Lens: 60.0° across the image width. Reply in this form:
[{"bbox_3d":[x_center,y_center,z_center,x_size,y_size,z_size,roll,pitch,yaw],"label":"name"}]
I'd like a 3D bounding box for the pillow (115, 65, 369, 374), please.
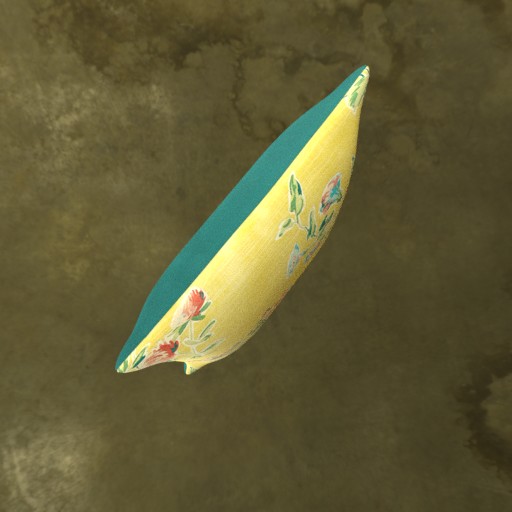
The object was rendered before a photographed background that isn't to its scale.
[{"bbox_3d":[0.000,0.000,0.811,0.166,0.508,0.525,37,79,9],"label":"pillow"}]
